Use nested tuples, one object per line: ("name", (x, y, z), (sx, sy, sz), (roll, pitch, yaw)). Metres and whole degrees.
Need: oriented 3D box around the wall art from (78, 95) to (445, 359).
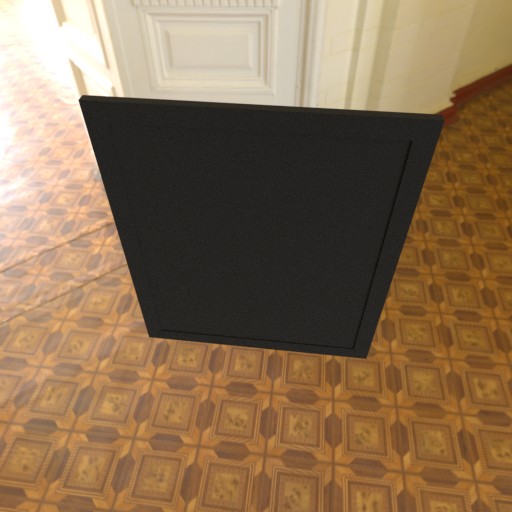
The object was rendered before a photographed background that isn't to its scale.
("wall art", (0.000, 0.000, 0.506), (0.311, 0.361, 0.010), (5, 45, 5))
